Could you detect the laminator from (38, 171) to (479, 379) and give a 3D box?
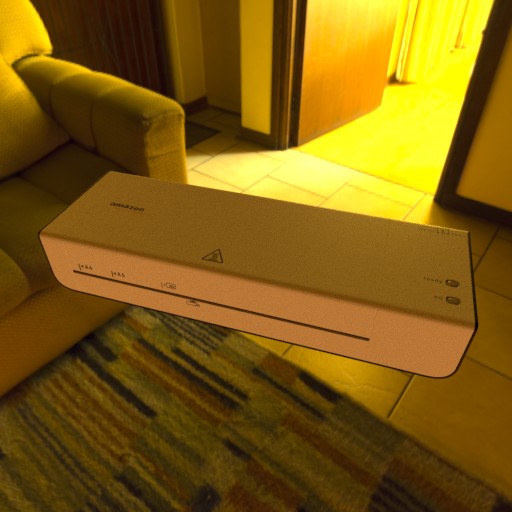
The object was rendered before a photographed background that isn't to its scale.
[{"bbox_3d":[0.000,0.000,0.389,0.340,0.062,0.123,11,41,13],"label":"laminator"}]
